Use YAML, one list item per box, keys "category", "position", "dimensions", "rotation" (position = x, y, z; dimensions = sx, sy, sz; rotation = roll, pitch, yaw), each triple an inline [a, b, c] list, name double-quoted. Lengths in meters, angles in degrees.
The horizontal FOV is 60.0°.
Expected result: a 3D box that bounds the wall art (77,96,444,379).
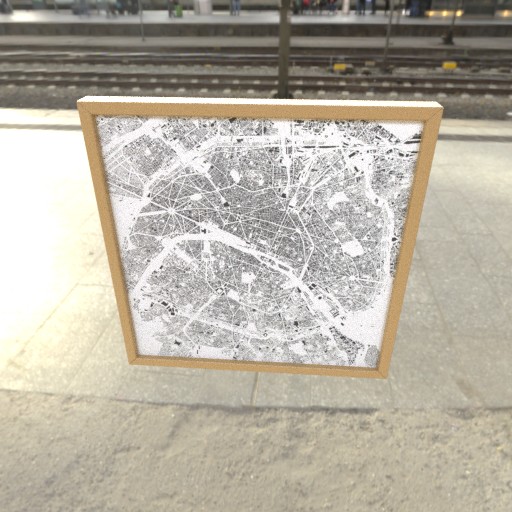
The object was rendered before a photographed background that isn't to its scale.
- category: "wall art"
  position: [0.000, 0.000, 0.757]
  dimensions: [0.509, 0.509, 0.036]
  rotation: [2, 31, 4]
